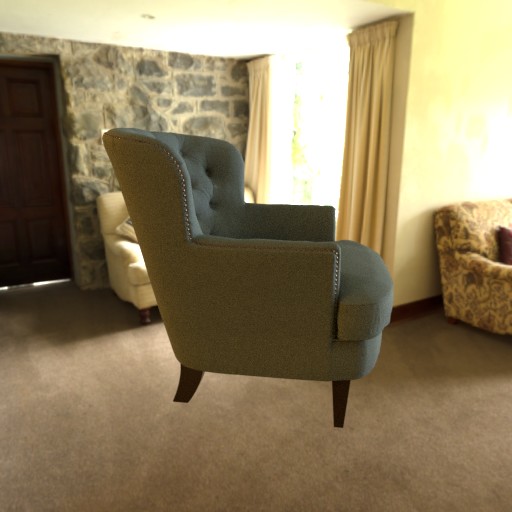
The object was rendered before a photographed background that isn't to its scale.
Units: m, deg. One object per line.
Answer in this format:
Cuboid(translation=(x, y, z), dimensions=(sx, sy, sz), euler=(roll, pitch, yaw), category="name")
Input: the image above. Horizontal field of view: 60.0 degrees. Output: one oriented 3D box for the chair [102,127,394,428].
Cuboid(translation=(0.000, 0.000, 1.561), dimensions=(0.906, 0.868, 0.848), euler=(2, 14, 9), category="chair")
